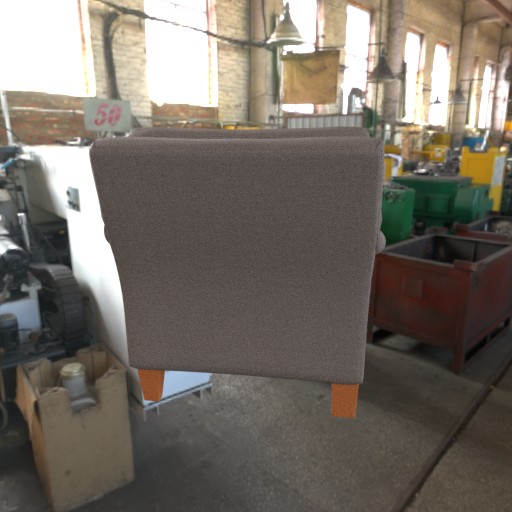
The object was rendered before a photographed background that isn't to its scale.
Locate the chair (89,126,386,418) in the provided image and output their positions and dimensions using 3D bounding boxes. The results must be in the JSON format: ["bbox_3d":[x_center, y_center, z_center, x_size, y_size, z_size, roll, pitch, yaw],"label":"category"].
[{"bbox_3d":[0.000,0.000,1.885,0.955,1.038,1.070,2,15,8],"label":"chair"}]
